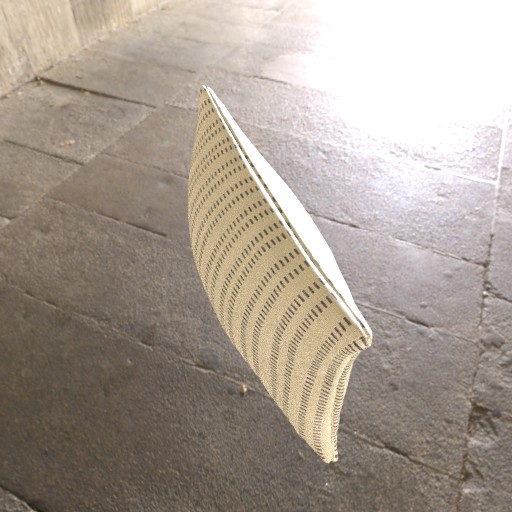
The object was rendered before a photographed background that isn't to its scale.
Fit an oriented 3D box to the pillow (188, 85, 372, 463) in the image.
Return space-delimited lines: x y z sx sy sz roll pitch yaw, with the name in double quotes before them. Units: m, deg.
"pillow" 0.000 0.000 0.789 0.210 0.353 0.640 -15 48 -14
